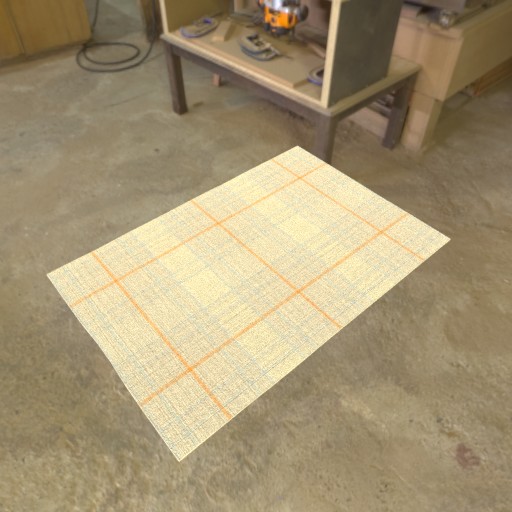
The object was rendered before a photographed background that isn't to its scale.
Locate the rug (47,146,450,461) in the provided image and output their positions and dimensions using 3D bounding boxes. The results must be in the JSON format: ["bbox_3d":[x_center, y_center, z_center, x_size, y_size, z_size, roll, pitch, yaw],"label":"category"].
[{"bbox_3d":[0.000,0.000,2.395,1.825,0.015,1.232,-32,55,-26],"label":"rug"}]
